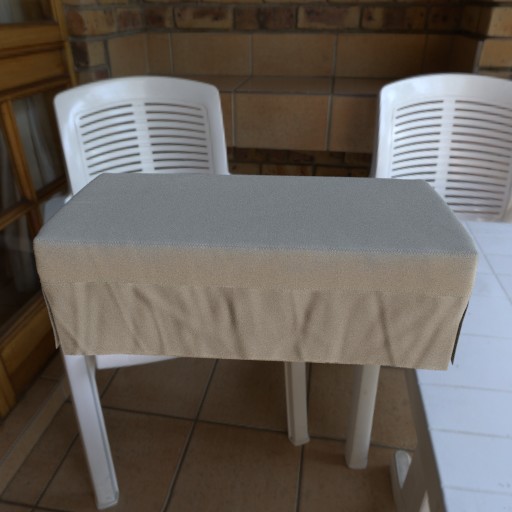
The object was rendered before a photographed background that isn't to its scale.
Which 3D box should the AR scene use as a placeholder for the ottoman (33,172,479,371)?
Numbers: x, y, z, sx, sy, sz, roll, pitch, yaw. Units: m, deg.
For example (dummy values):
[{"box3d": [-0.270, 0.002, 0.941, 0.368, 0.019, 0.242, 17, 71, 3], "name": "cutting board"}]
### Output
[{"box3d": [0.000, 0.000, 1.672, 1.388, 0.457, 0.665, 2, 30, 3], "name": "ottoman"}]
